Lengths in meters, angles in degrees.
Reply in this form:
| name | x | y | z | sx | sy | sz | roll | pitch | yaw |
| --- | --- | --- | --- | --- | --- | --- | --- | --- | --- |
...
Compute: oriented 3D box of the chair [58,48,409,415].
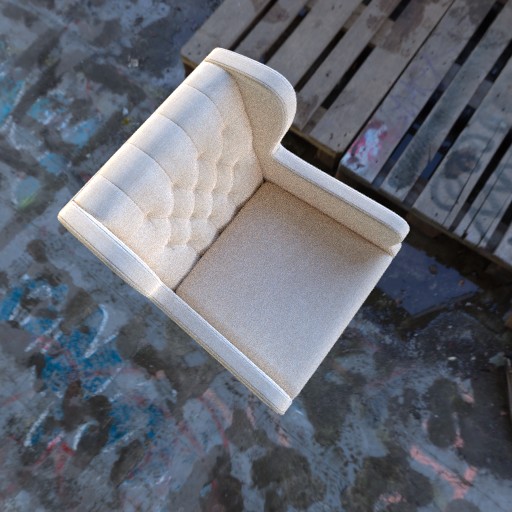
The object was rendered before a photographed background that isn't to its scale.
| name | x | y | z | sx | sy | sz | roll | pitch | yaw |
| --- | --- | --- | --- | --- | --- | --- | --- | --- | --- |
| chair | 0.000 | 0.000 | 1.484 | 0.760 | 0.930 | 0.710 | 36 | 78 | 9 |
